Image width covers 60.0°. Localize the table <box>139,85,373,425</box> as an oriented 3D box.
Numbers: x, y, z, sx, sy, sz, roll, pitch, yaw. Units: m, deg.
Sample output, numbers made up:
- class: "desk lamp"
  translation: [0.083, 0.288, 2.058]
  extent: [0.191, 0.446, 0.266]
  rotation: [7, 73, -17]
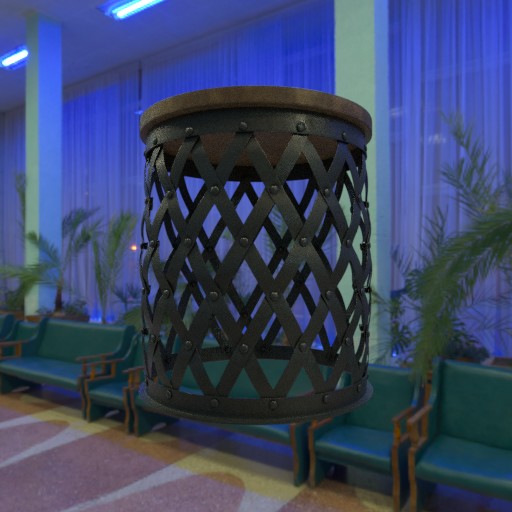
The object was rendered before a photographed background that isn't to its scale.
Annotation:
- class: "table"
  translation: [0.000, 0.000, 0.794]
  extent: [0.405, 0.454, 0.405]
  rotation: [0, -1, 0]
